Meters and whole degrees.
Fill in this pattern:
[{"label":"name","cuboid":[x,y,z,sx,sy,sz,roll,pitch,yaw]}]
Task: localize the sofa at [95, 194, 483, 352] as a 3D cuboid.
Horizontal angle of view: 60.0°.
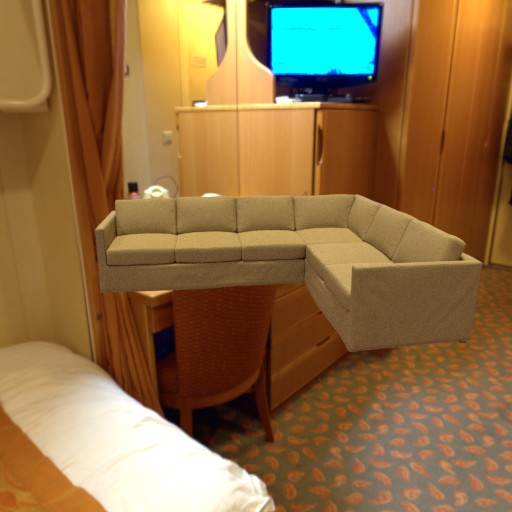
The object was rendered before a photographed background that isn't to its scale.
[{"label":"sofa","cuboid":[0.000,0.000,4.386,3.182,0.871,2.432,-2,17,-7]}]
